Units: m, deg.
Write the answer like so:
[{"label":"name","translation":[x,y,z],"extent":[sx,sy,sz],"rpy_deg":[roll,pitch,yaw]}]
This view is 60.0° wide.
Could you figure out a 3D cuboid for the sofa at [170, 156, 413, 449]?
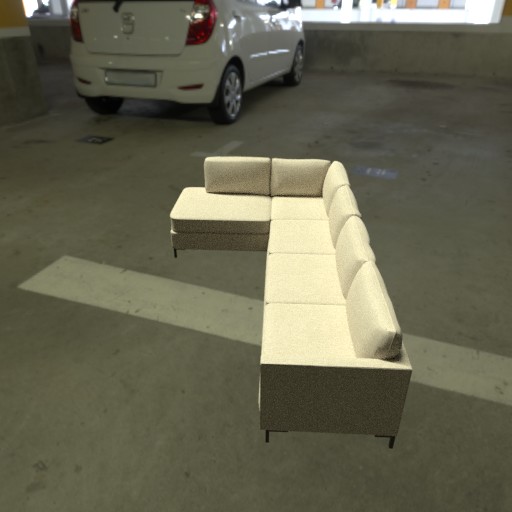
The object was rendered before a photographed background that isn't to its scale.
[{"label":"sofa","translation":[0.000,0.000,4.243],"extent":[2.048,0.996,3.384],"rpy_deg":[2,30,3]}]
